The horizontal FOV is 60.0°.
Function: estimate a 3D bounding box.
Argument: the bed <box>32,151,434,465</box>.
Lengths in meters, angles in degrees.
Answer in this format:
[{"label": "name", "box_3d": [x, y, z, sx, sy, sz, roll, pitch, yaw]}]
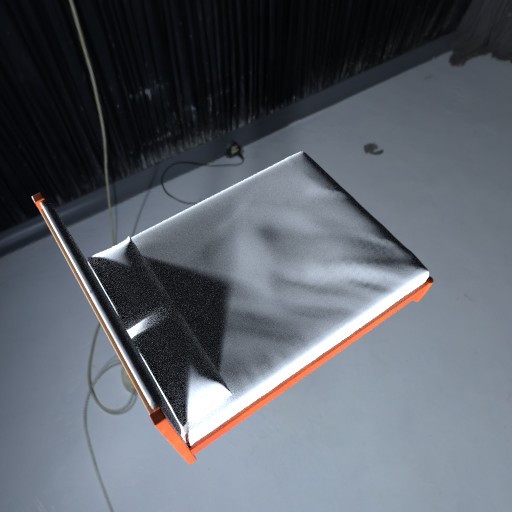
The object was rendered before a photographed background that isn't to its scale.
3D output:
[{"label": "bed", "box_3d": [0.000, 0.000, 3.055, 2.117, 1.165, 1.566, -30, 62, -18]}]
